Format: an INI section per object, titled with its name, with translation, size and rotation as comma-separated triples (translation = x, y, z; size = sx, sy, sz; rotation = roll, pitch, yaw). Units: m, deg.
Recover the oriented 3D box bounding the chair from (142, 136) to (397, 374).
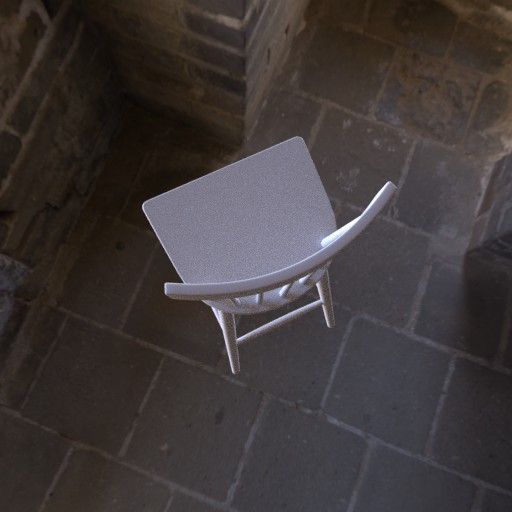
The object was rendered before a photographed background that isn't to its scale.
[chair]
translation = 0.000, 0.000, 1.363
size = 0.483, 1.092, 0.572
rotation = -25, 77, -6
